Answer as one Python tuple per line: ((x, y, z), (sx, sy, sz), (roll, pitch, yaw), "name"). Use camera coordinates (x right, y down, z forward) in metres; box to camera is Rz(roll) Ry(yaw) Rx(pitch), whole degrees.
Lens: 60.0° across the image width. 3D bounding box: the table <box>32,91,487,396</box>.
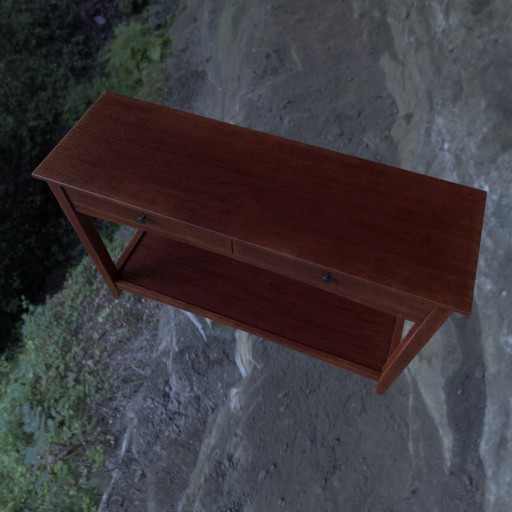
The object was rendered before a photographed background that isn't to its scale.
((0.000, 0.000, 1.521), (1.188, 0.739, 0.392), (18, 59, 11), "table")
